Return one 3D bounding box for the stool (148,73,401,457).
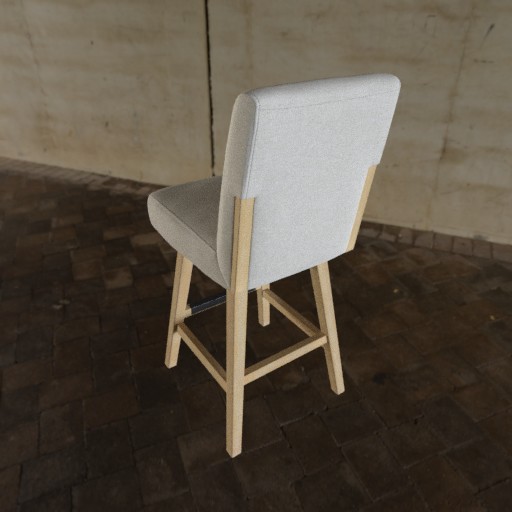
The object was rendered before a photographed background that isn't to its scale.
[{"bbox_3d":[0.000,0.000,1.273,0.446,1.015,0.543,-19,35,-29],"label":"stool"}]
